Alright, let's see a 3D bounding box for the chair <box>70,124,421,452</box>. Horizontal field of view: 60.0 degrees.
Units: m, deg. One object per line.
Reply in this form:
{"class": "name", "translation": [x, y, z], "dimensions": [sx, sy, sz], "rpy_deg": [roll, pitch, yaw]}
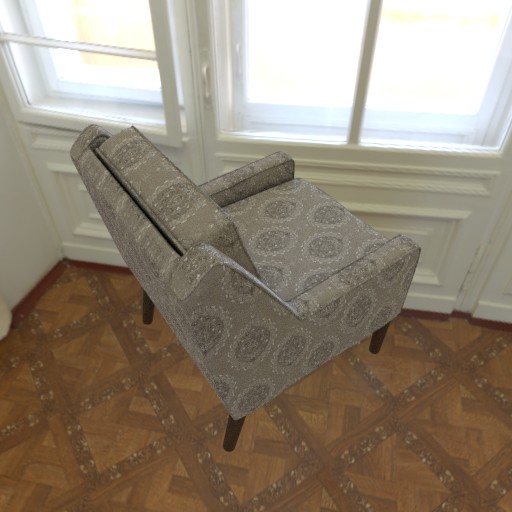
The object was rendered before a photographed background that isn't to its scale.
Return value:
{"class": "chair", "translation": [0.000, 0.000, 1.343], "dimensions": [0.750, 0.797, 0.665], "rpy_deg": [-25, 48, -25]}
